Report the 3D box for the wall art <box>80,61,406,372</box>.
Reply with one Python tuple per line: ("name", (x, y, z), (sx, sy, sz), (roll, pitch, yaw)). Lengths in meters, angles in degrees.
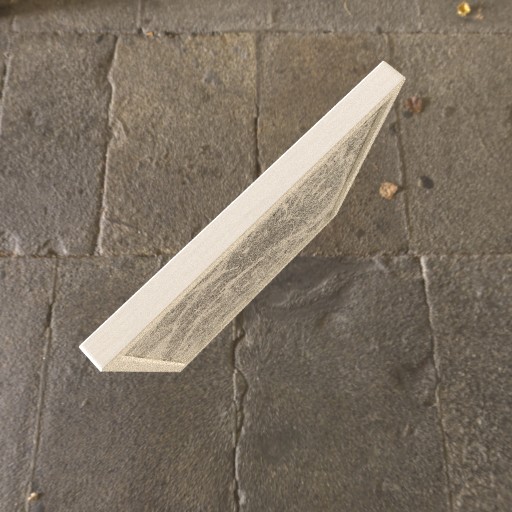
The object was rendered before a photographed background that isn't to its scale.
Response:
("wall art", (0.000, 0.000, 0.765), (0.038, 0.508, 0.508), (44, 79, 10))
